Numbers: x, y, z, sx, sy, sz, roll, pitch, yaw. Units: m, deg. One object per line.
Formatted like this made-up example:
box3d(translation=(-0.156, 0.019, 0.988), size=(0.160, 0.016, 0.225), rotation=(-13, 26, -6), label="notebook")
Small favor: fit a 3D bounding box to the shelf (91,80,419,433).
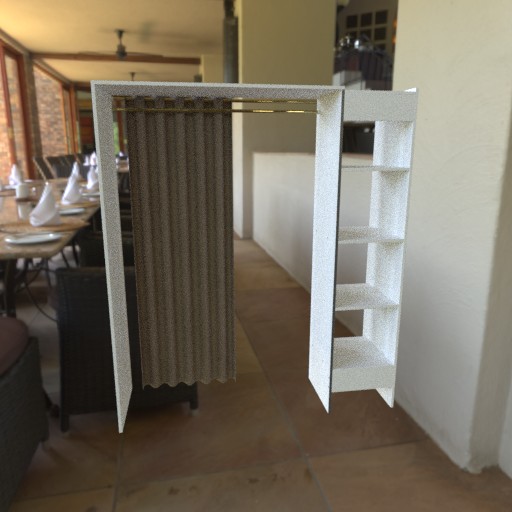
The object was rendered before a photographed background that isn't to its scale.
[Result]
box3d(translation=(0.000, 0.000, 2.584), size=(1.600, 1.820, 0.500), rotation=(-2, 14, -9), label="shelf")
